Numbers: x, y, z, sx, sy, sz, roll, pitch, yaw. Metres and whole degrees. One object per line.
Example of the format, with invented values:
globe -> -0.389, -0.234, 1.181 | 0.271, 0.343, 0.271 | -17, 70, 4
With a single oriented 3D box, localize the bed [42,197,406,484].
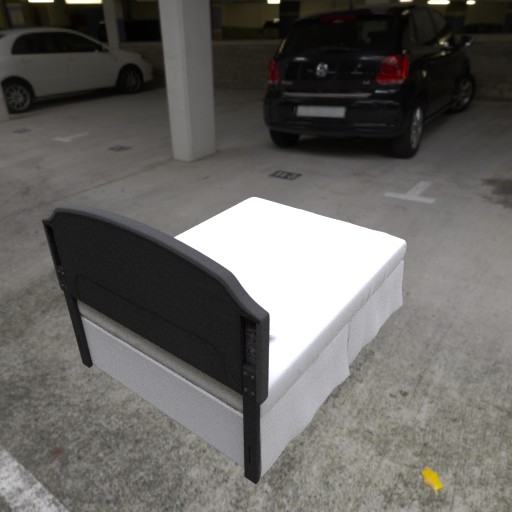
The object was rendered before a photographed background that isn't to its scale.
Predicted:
bed -> 0.000, 0.000, 3.006 | 1.558, 1.270, 1.999 | 20, 36, 31
